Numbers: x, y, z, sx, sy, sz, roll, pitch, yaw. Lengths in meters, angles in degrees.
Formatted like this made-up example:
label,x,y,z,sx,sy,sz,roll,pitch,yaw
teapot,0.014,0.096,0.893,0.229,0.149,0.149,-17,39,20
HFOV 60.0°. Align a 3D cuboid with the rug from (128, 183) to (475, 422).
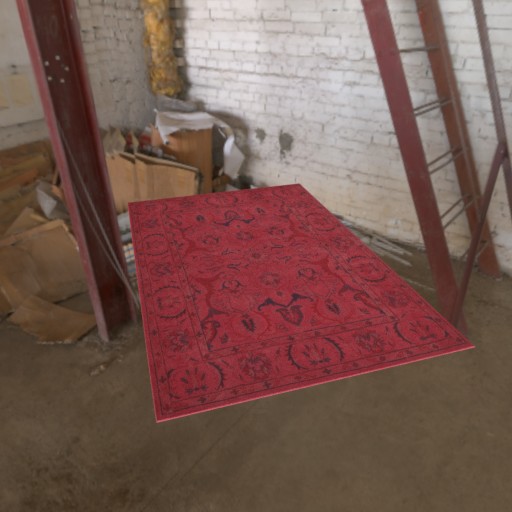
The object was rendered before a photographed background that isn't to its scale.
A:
label,x,y,z,sx,sy,sz,roll,pitch,yaw
rug,0.000,0.000,2.300,1.209,0.008,1.814,-9,31,-15
